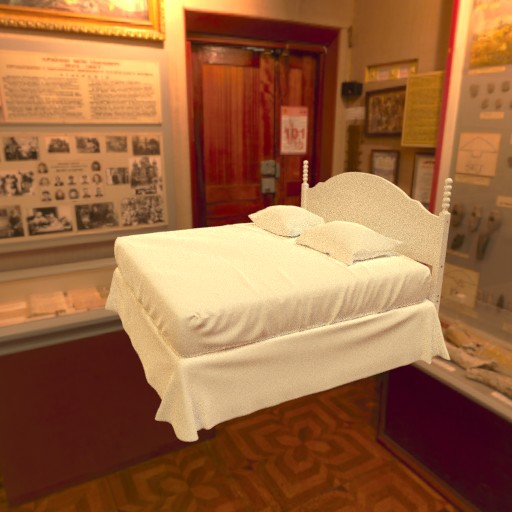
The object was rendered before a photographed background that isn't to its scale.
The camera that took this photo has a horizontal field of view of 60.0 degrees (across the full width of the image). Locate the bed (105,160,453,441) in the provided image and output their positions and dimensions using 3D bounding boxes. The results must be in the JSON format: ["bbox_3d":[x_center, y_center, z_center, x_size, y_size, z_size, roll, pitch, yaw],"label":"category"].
[{"bbox_3d":[0.000,0.000,3.670,2.219,1.355,2.322,-8,18,-26],"label":"bed"}]
